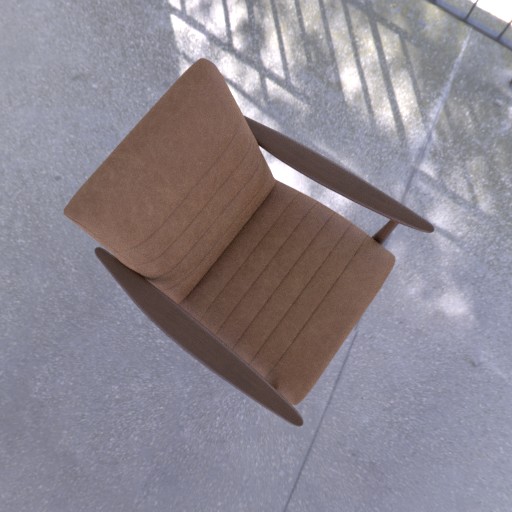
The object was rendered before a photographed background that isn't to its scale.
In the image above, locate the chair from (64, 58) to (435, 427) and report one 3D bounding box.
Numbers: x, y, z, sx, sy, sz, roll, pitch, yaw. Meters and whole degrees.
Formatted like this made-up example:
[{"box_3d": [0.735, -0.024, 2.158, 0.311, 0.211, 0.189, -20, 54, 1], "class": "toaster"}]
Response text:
[{"box_3d": [0.000, 0.000, 1.460, 0.798, 0.832, 0.741, 36, 78, 9], "class": "chair"}]
